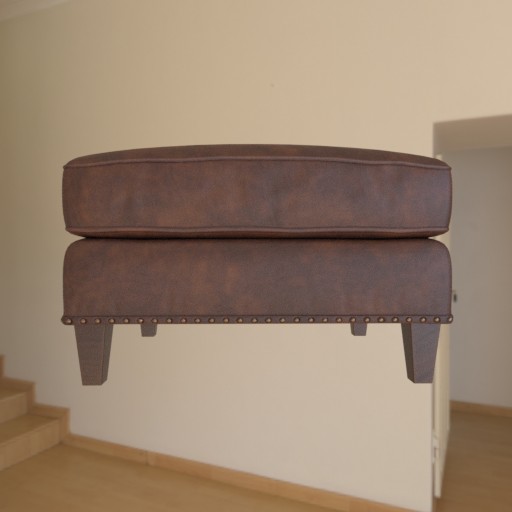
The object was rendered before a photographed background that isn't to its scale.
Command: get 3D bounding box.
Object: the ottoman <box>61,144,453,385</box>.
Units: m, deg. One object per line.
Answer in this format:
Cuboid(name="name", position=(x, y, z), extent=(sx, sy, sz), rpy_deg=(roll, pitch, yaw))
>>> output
Cuboid(name="ottoman", position=(0.000, 0.000, 1.101), extent=(0.742, 0.486, 0.586), rpy_deg=(0, 1, -1))
